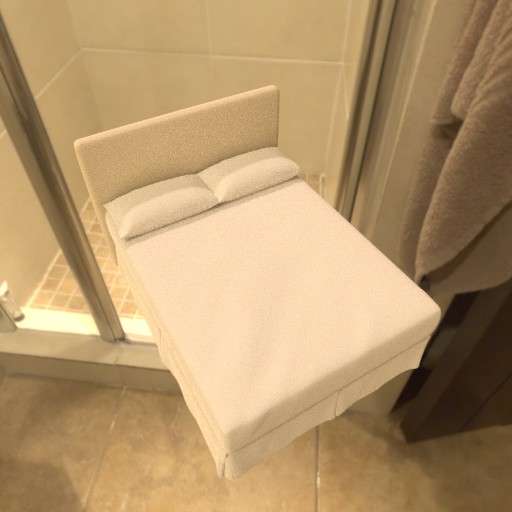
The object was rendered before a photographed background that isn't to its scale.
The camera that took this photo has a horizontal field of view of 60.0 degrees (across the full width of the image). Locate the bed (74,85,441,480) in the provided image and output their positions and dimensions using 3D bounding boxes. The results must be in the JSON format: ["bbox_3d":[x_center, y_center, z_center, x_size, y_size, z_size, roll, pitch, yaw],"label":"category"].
[{"bbox_3d":[0.000,0.000,3.185,1.714,1.330,2.147,-23,51,-20],"label":"bed"}]
